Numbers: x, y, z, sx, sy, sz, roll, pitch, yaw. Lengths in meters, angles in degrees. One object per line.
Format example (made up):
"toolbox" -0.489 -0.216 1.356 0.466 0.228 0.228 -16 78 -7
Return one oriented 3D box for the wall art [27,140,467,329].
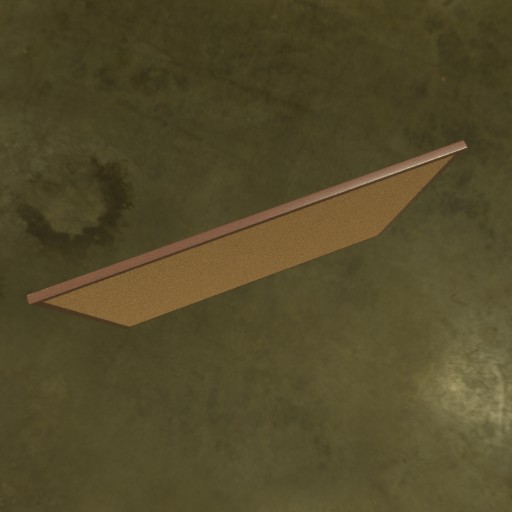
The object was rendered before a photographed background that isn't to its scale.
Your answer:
"wall art" 0.000 0.000 0.848 0.660 0.455 0.014 -20 77 -5
